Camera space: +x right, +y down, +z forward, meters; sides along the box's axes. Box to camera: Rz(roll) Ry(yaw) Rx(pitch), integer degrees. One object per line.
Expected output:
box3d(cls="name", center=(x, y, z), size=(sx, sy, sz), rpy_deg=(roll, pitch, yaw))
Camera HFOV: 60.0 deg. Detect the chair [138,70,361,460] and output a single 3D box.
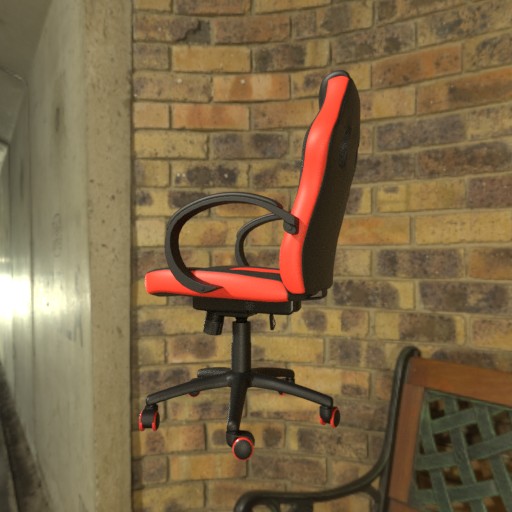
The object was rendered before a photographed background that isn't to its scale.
box3d(cls="chair", center=(0.000, 0.000, 1.393), size=(0.642, 1.016, 0.600), rpy_deg=(0, -1, 20))
